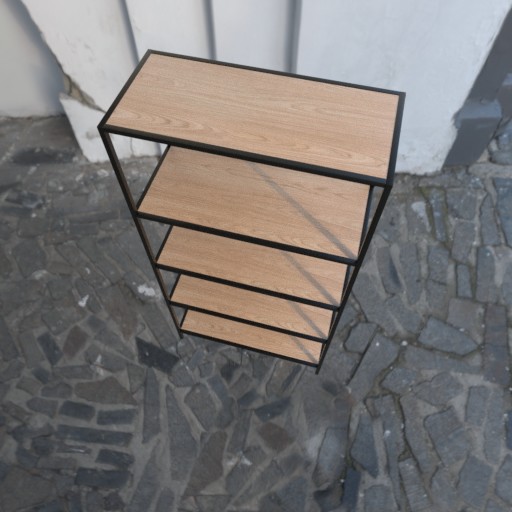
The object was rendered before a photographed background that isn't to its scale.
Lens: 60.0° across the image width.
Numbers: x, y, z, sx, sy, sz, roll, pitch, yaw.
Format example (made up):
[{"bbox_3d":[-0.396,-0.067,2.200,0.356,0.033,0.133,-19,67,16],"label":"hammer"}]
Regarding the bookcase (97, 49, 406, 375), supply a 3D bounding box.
[{"bbox_3d":[0.000,0.000,1.831,0.770,1.500,0.350,13,59,8],"label":"bookcase"}]
